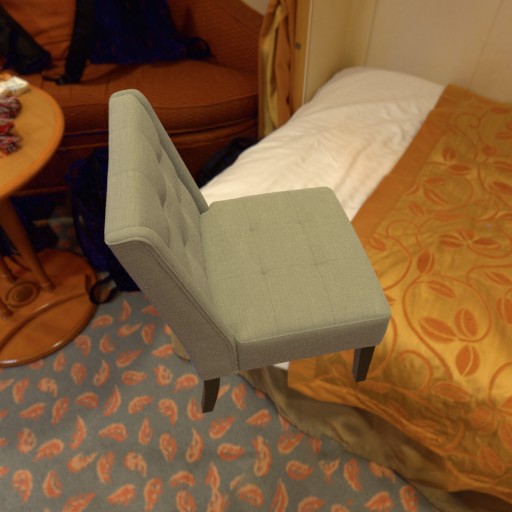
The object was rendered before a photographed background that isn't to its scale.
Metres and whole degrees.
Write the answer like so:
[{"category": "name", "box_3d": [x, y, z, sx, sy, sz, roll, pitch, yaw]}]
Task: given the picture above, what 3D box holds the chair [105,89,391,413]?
[{"category": "chair", "box_3d": [0.000, 0.000, 1.332, 0.676, 0.853, 0.569, -9, 49, -8]}]
